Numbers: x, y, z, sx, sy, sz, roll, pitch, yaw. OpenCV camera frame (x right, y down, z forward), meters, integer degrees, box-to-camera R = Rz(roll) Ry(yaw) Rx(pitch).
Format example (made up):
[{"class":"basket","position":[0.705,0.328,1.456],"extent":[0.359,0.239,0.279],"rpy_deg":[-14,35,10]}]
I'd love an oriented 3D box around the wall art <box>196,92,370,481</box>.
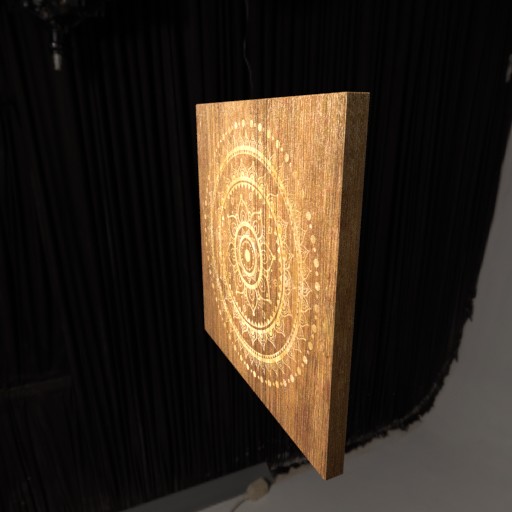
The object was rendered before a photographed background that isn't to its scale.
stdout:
[{"class":"wall art","position":[0.000,0.000,0.910],"extent":[0.042,0.608,0.611],"rpy_deg":[-8,19,-24]}]
